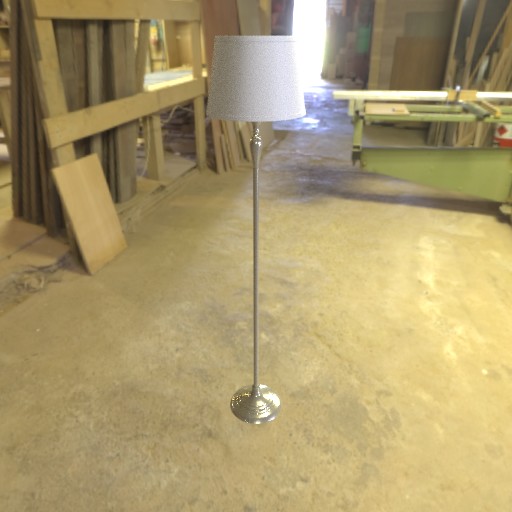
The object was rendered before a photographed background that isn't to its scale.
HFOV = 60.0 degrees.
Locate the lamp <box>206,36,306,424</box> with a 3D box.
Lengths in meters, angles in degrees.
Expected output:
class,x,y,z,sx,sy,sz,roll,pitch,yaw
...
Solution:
class,x,y,z,sx,sy,sz,roll,pitch,yaw
lamp,0.000,0.000,1.693,0.327,1.506,0.327,8,27,16
